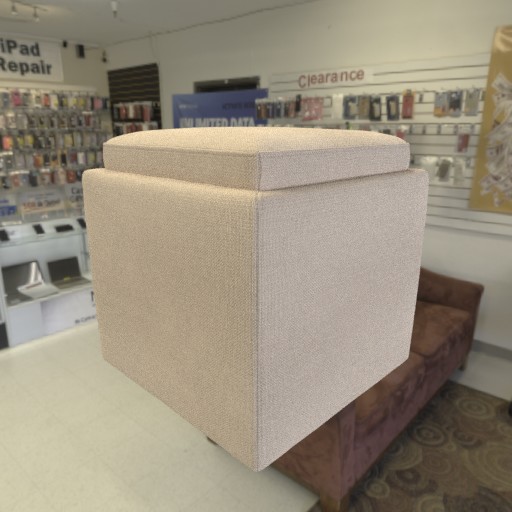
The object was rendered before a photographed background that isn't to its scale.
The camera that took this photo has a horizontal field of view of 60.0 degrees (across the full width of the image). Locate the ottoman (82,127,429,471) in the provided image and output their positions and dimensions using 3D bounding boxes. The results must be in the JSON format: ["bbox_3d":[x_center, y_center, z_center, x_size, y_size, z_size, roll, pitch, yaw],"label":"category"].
[{"bbox_3d":[0.000,0.000,0.822,0.451,0.460,0.450,16,23,42],"label":"ottoman"}]
